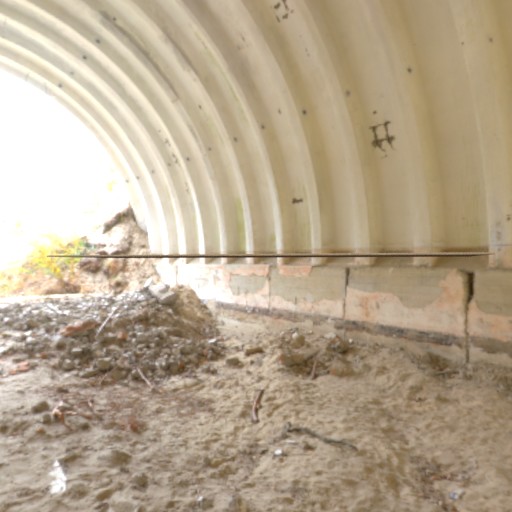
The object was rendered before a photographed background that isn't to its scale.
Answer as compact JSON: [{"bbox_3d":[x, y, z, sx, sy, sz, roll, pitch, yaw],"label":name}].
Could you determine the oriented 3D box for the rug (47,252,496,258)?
[{"bbox_3d":[0.000,0.000,2.654,2.435,0.009,0.750,0,-1,19],"label":"rug"}]
